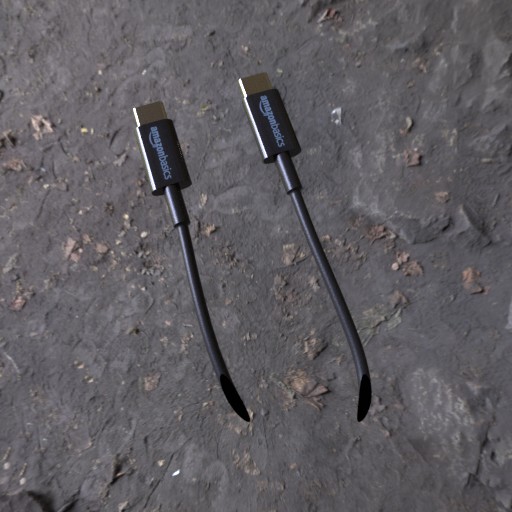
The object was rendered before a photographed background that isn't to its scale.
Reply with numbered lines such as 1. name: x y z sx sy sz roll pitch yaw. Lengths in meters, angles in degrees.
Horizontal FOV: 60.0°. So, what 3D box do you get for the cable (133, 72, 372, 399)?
1. cable: 0.000 0.000 0.109 0.041 0.005 0.098 -17 75 -5
